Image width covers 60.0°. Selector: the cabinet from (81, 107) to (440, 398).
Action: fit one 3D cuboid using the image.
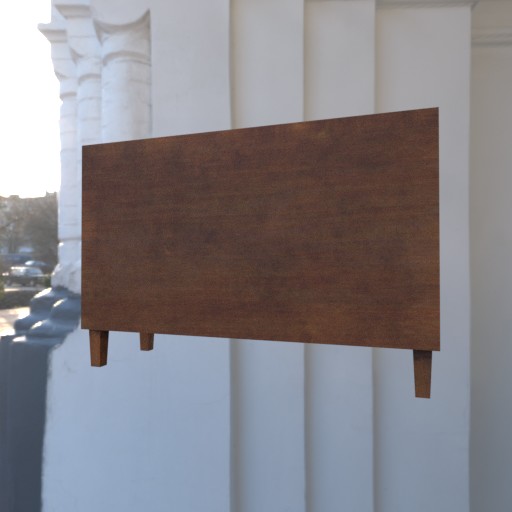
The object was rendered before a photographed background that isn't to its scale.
[{"bbox_3d":[0.000,0.000,1.598,1.204,0.805,0.403,0,-1,20],"label":"cabinet"}]
